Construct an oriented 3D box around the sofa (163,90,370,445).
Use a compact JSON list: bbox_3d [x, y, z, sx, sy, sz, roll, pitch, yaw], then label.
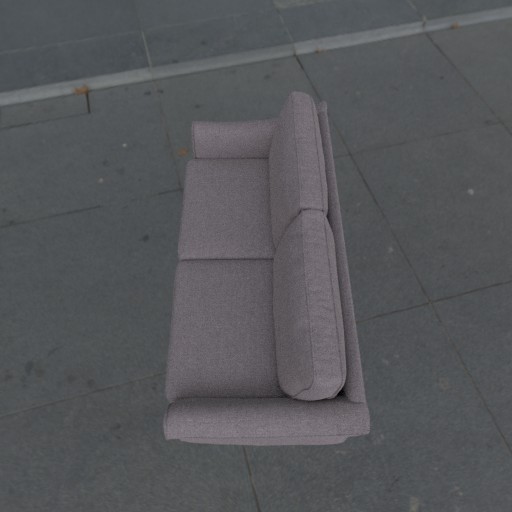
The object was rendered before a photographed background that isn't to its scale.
[{"bbox_3d":[0.000,0.000,2.773,1.013,0.976,2.203,0,58,0],"label":"sofa"}]
